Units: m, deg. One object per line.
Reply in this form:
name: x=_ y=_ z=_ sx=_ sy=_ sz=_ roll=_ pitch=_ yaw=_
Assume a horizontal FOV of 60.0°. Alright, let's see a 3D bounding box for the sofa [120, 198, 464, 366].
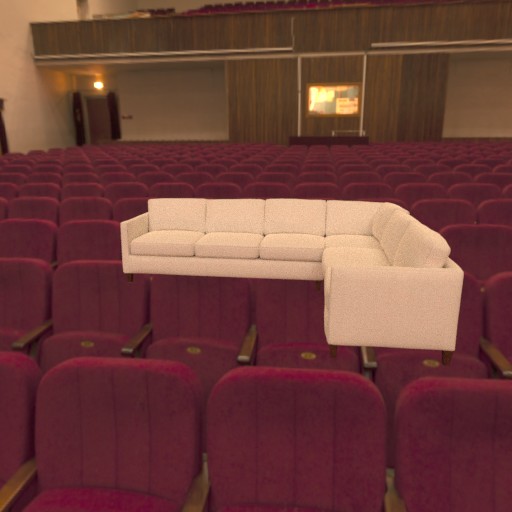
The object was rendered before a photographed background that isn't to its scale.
sofa: x=0.000 y=0.000 z=4.555 sx=3.302 sy=0.947 sz=2.593 roll=2 pitch=14 yaw=8
